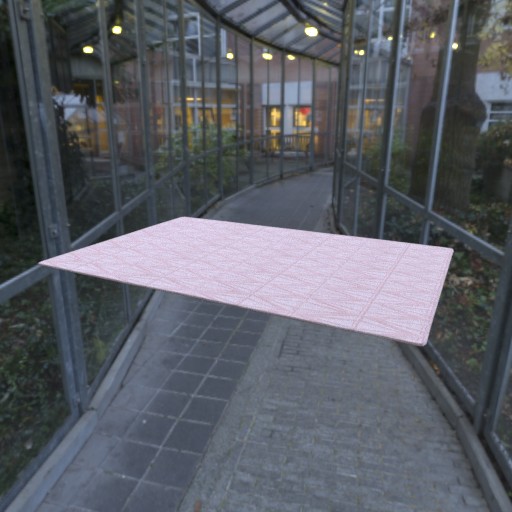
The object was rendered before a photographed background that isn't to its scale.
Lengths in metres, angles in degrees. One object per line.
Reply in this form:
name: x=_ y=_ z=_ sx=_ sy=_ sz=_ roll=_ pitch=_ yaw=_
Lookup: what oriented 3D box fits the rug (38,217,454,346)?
rug: x=0.000 y=0.000 z=3.031 sx=2.390 sy=0.015 sz=1.609 roll=9 pitch=19 yaw=26
